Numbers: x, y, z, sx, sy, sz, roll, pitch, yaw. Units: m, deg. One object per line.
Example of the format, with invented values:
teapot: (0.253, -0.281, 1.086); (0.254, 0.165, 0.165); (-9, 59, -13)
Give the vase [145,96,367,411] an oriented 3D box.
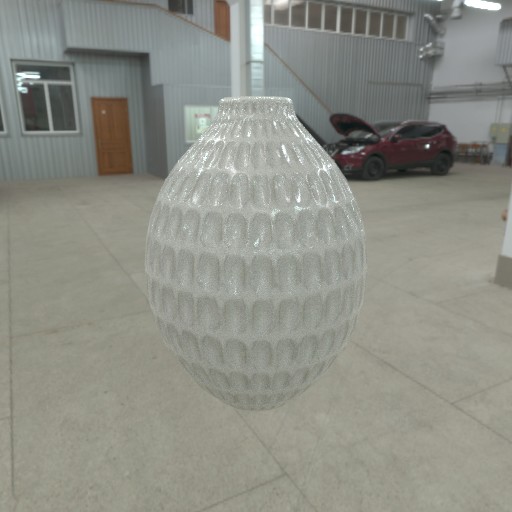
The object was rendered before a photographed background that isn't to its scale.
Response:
vase: (0.000, 0.000, 0.331); (0.162, 0.223, 0.162); (0, 17, 0)
